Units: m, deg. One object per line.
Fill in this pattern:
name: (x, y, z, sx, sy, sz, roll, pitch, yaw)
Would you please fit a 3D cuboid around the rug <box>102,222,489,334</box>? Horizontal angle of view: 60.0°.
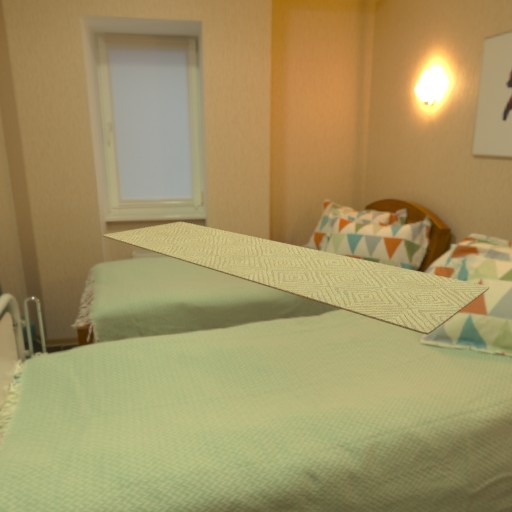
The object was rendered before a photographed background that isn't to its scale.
rug: (0.000, 0.000, 2.521, 2.277, 0.008, 0.676, 14, 21, 42)
